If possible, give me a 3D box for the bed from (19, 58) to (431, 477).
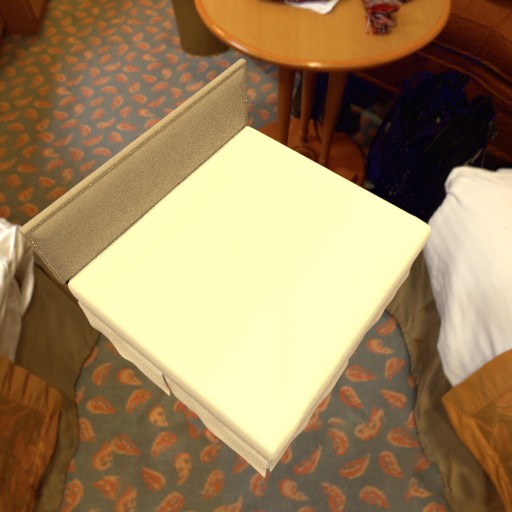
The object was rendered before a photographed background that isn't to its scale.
[{"bbox_3d":[0.000,0.000,3.281,1.914,1.346,2.170,34,64,19],"label":"bed"}]
